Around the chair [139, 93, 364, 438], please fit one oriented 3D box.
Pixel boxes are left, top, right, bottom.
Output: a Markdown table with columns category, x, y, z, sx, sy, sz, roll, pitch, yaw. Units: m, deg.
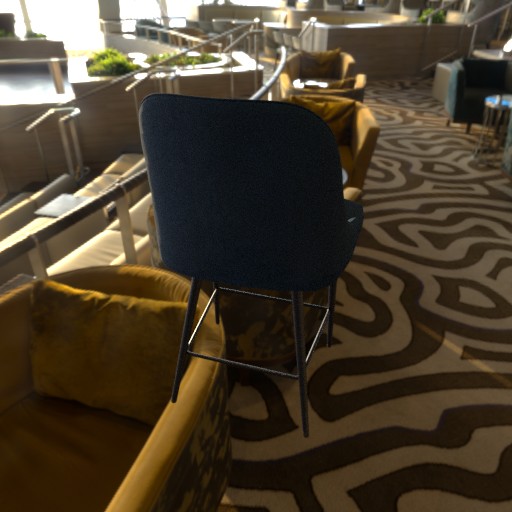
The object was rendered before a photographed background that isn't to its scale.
| category | x | y | z | sx | sy | sz | roll | pitch | yaw |
| --- | --- | --- | --- | --- | --- | --- | --- | --- | --- |
| chair | 0.000 | 0.000 | 1.204 | 0.526 | 0.927 | 0.489 | 9 | 33 | 14 |
